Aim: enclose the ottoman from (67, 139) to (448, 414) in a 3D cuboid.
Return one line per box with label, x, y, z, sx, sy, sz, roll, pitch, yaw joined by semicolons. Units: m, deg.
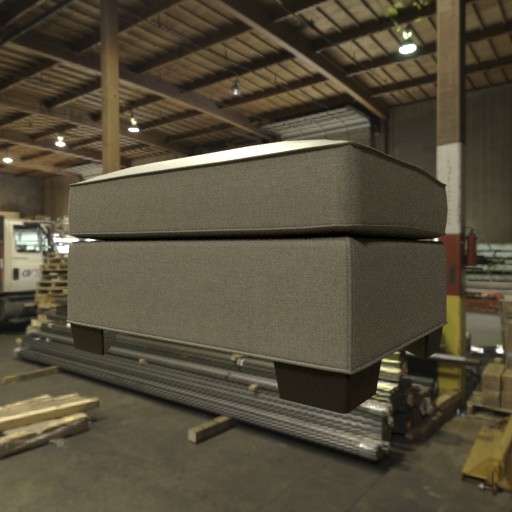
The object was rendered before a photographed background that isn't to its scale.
ottoman;0.000;0.000;1.193;0.843;0.504;0.619;1;1;37
